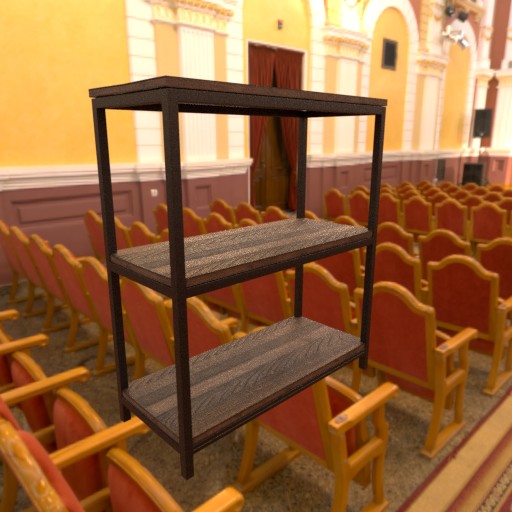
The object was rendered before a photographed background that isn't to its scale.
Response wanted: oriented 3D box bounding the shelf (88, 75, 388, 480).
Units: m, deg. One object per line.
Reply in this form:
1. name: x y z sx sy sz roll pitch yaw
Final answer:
1. shelf: 0.000 0.000 1.381 0.822 0.947 0.352 -14 20 -42
